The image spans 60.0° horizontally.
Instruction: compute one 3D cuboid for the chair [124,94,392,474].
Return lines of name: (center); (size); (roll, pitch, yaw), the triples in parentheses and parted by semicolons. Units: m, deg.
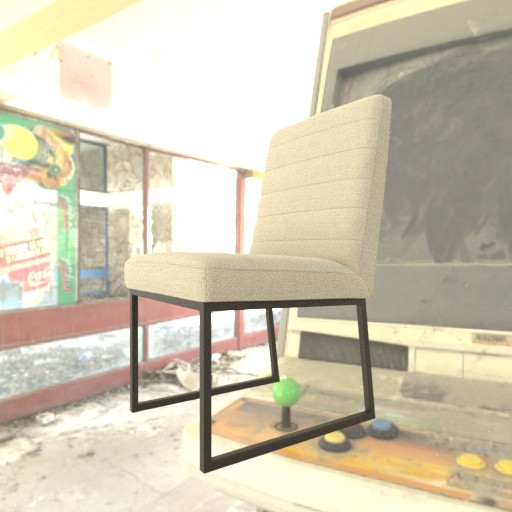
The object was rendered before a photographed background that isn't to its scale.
chair: (0.000, 0.000, 1.307); (0.634, 0.930, 0.520); (0, 0, -35)
